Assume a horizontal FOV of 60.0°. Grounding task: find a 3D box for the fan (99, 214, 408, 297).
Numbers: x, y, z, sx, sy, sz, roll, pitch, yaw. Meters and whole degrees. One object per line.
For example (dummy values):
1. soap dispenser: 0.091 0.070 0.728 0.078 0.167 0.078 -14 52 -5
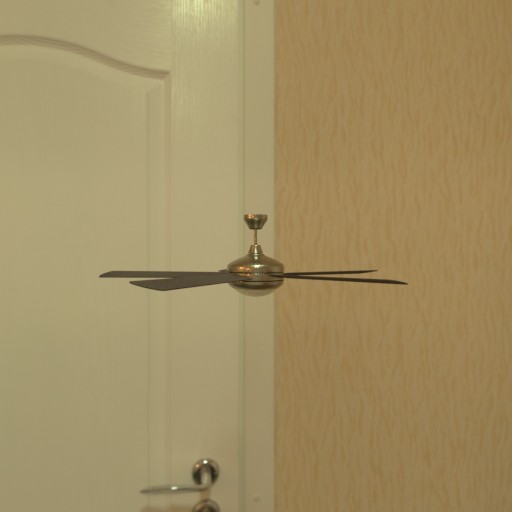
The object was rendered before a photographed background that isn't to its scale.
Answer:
1. fan: 0.000 0.000 1.934 1.321 0.356 1.321 0 1 -38
